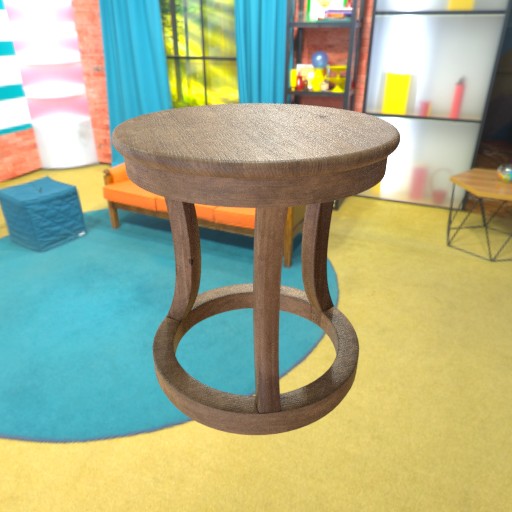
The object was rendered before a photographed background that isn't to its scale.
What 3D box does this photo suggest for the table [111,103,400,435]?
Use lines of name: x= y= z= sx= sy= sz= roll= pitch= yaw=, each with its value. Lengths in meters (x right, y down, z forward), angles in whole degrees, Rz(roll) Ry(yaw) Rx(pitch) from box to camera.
table: x=0.000 y=0.000 z=0.792 sx=0.432 sy=0.460 sz=0.432 roll=0 pitch=27 yaw=0
